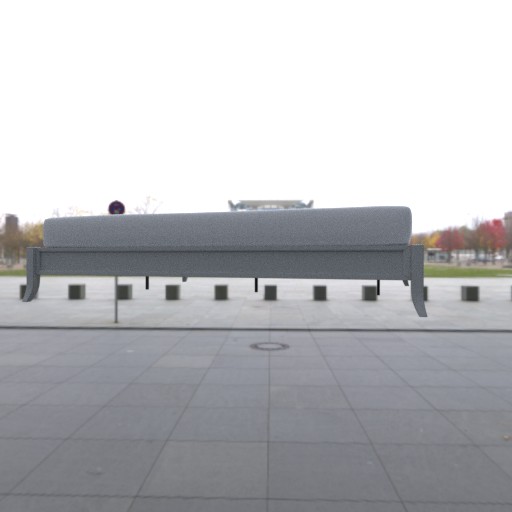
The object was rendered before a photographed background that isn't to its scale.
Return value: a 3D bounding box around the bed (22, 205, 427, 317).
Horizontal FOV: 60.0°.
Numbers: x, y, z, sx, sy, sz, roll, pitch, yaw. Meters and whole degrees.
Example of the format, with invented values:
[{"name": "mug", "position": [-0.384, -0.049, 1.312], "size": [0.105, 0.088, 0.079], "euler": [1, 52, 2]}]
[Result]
[{"name": "bed", "position": [0.000, 0.000, 3.116], "size": [2.108, 0.510, 2.007], "euler": [0, 0, 17]}]
